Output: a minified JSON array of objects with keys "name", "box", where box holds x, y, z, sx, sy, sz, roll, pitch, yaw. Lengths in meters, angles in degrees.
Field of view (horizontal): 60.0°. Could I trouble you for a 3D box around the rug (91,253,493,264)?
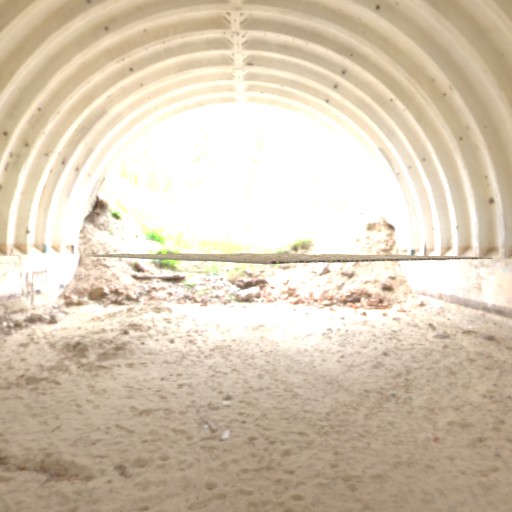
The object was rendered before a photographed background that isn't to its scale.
[{"name":"rug","box":[0.000,0.000,3.001,1.529,0.027,2.434,-1,1,-36]}]
